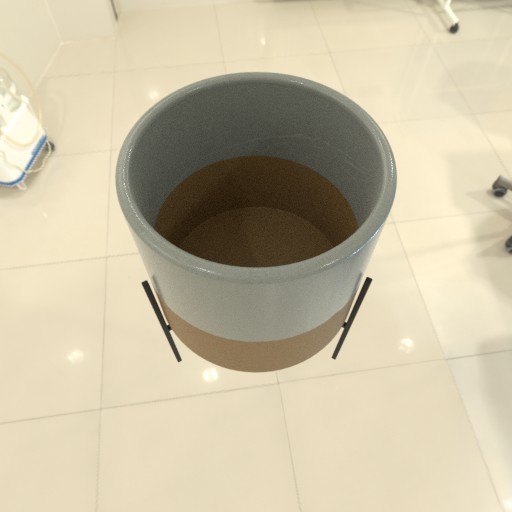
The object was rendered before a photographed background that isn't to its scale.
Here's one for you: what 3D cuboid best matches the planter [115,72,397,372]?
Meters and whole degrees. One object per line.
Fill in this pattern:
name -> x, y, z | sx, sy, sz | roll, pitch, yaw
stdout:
planter -> 0.000, 0.000, 0.750 | 0.348, 0.480, 0.360 | -1, 58, -1
